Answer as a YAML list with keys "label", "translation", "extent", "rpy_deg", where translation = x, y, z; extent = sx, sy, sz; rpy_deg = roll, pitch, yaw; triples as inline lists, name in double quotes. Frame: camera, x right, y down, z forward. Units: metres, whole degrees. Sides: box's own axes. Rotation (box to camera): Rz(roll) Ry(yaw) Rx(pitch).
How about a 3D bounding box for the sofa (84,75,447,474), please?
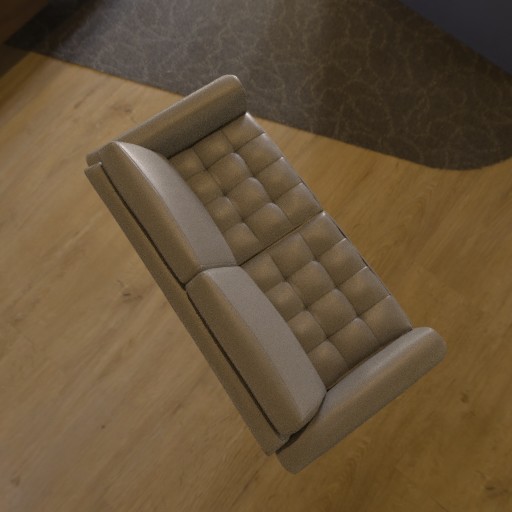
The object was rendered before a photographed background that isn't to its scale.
- label: "sofa"
  translation: [0.000, 0.000, 2.651]
  extent: [1.121, 0.930, 2.177]
  rpy_deg: [-34, 78, -8]
